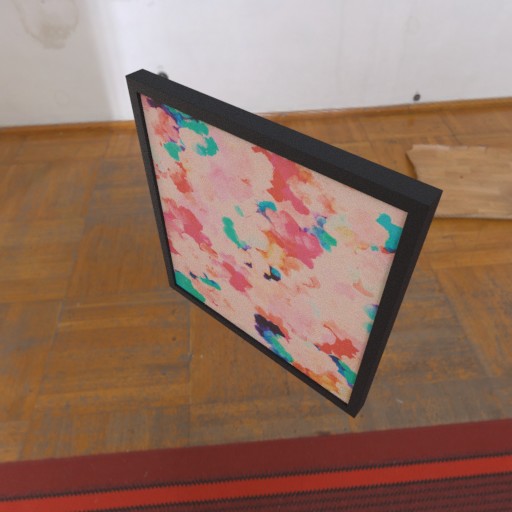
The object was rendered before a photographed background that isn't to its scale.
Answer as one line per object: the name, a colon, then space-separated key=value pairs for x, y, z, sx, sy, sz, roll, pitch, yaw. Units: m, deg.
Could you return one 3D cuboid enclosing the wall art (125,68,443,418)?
wall art: x=0.000 y=0.000 z=0.769 sx=0.506 sy=0.503 sz=0.036 roll=31 pitch=53 yaw=27
